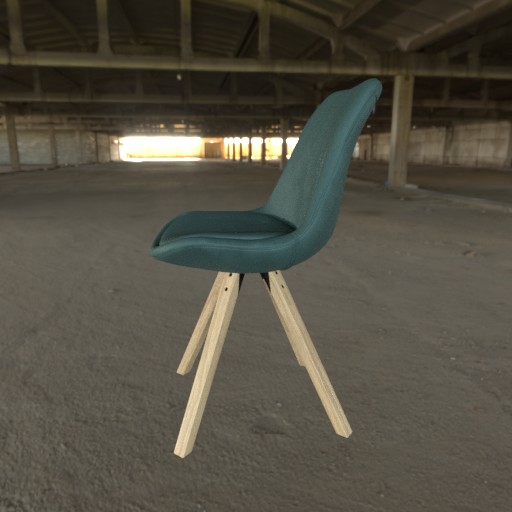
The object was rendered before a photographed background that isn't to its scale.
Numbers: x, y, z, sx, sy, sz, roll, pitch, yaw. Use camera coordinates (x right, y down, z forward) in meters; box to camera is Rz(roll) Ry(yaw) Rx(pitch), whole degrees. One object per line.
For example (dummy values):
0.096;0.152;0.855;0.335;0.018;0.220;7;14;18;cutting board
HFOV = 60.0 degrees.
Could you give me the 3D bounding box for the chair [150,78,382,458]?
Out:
0.000;0.000;1.183;0.547;0.865;0.483;-2;14;-9;chair
